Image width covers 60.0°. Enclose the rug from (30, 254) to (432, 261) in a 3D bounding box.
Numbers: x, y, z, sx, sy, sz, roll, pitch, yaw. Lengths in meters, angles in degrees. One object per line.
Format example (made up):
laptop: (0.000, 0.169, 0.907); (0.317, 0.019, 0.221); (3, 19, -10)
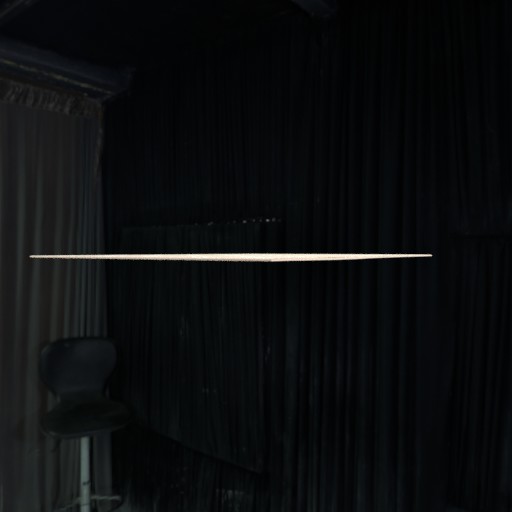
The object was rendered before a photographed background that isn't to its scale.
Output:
rug: (0.000, 0.000, 3.971); (2.288, 0.018, 2.895); (0, 1, 36)
